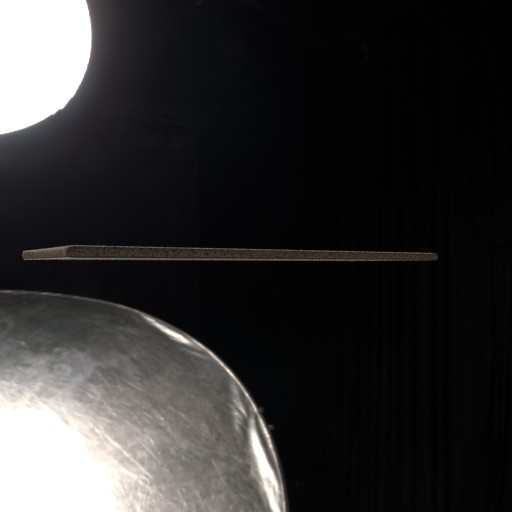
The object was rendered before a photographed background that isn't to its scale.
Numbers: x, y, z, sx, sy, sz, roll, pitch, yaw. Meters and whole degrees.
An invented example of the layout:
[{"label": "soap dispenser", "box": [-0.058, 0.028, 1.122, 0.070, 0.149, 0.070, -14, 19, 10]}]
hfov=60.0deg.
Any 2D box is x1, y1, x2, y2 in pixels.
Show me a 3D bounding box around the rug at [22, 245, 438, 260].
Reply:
[{"label": "rug", "box": [0.000, 0.000, 1.709, 1.524, 0.030, 0.609, 1, -1, -37]}]
